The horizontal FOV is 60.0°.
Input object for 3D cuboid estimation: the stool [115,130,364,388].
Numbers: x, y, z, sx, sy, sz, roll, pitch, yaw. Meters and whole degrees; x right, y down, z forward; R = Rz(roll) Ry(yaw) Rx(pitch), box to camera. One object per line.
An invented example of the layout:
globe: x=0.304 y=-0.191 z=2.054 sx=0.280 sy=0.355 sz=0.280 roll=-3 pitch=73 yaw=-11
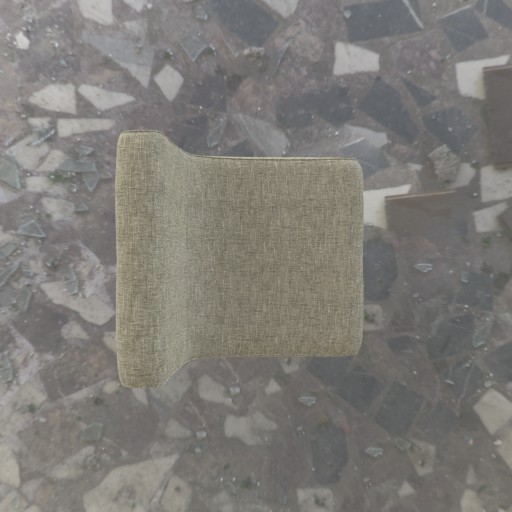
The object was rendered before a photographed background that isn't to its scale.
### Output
stool: x=0.000 y=0.000 z=1.111 sx=0.459 sy=0.835 sz=0.417 roll=0 pitch=91 yaw=0
